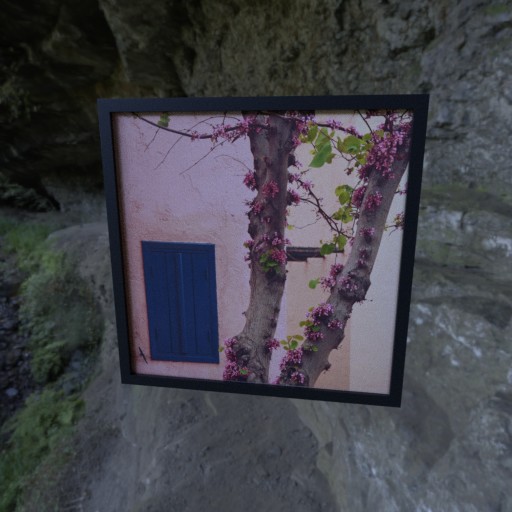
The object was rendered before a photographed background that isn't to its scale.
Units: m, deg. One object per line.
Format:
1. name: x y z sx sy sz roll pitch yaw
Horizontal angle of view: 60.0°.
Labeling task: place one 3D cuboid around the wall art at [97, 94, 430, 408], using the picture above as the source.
1. wall art: 0.000 0.000 0.752 0.508 0.508 0.038 2 15 9
